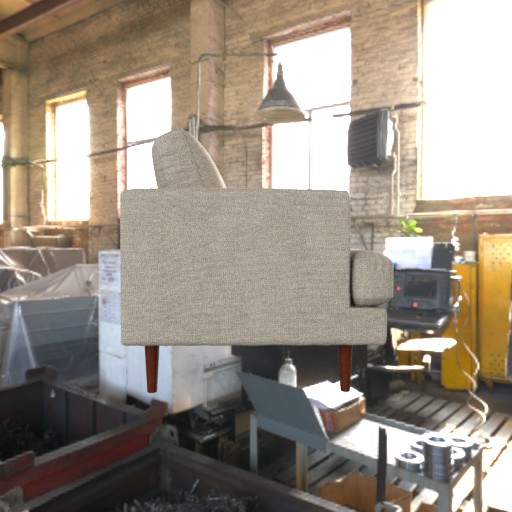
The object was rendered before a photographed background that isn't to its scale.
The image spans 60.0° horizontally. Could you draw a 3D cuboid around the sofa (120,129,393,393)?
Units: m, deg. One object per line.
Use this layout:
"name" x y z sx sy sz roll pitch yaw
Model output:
"sofa" 0.000 0.000 2.206 0.903 0.944 1.582 0 1 -1
